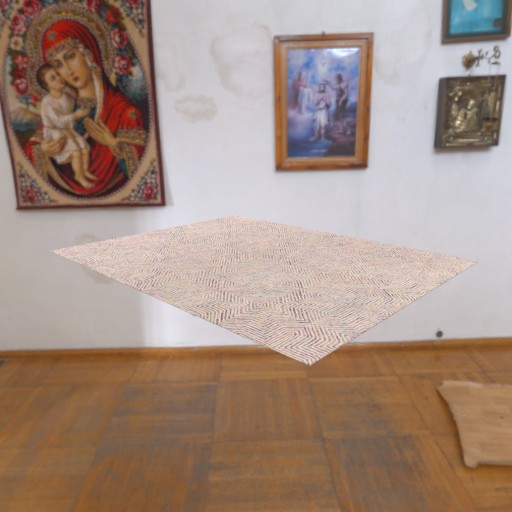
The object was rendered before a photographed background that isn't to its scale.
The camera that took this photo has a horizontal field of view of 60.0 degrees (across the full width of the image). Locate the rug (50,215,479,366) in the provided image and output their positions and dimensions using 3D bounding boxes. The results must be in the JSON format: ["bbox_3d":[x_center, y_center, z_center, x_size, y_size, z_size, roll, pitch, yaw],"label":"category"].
[{"bbox_3d":[0.000,0.000,4.025,3.046,0.008,2.442,15,22,41],"label":"rug"}]
